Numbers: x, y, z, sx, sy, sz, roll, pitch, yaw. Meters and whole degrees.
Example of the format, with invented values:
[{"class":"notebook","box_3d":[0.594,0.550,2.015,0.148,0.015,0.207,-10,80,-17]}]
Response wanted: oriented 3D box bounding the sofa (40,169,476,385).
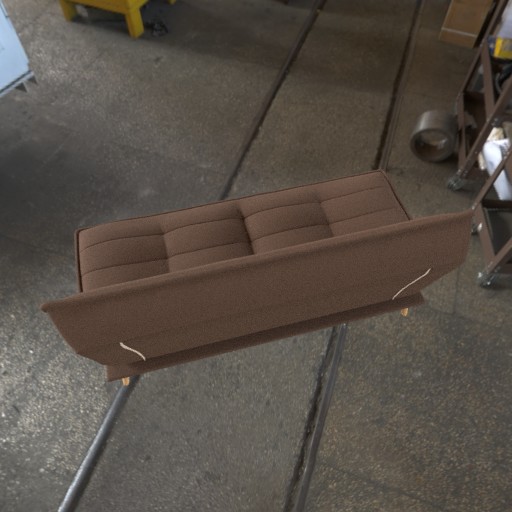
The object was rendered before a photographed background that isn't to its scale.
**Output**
[{"class":"sofa","box_3d":[0.000,0.000,2.417,1.940,0.890,0.950,-12,57,-8]}]
